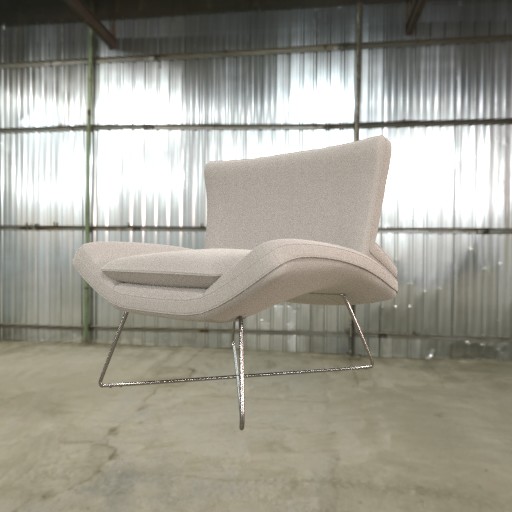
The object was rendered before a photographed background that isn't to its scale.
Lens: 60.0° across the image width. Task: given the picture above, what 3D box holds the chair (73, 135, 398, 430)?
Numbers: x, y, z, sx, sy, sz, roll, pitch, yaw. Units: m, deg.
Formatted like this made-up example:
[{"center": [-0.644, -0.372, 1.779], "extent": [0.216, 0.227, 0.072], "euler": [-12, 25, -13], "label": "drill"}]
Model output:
[{"center": [0.000, 0.000, 1.641], "extent": [0.859, 0.855, 1.008], "euler": [1, 1, 36], "label": "chair"}]
